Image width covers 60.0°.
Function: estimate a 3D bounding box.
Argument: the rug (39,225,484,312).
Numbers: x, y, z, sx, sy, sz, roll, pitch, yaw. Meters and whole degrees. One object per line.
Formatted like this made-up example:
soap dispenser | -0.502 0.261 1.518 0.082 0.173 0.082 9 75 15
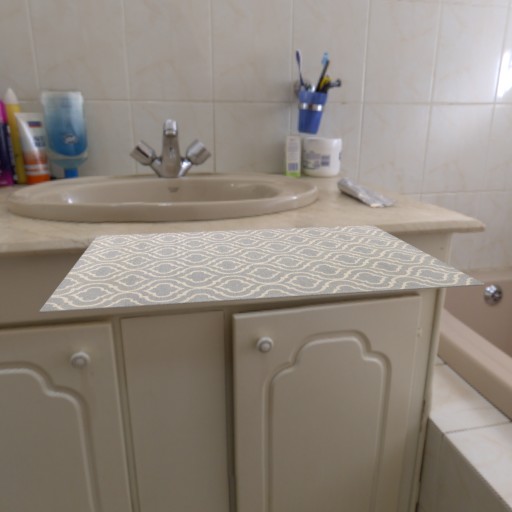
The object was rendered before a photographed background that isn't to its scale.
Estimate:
rug | 0.000 0.000 2.252 1.749 0.015 1.141 -3 17 -9
